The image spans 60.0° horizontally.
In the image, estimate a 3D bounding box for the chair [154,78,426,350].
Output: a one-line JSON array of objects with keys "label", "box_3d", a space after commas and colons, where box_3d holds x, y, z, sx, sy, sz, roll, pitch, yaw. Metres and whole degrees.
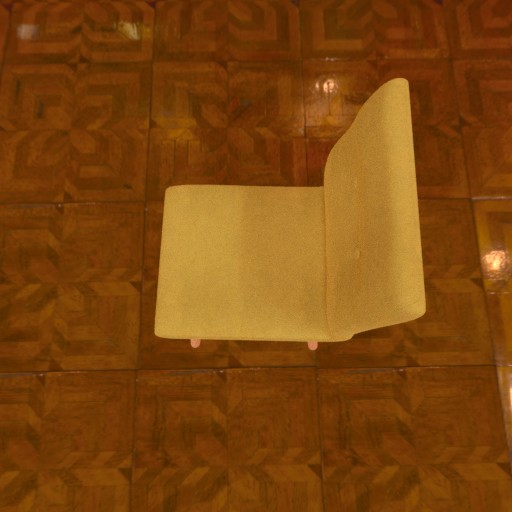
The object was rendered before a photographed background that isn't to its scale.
[{"label": "chair", "box_3d": [0.000, 0.000, 1.219, 0.550, 0.965, 0.450, 1, 75, 0]}]
